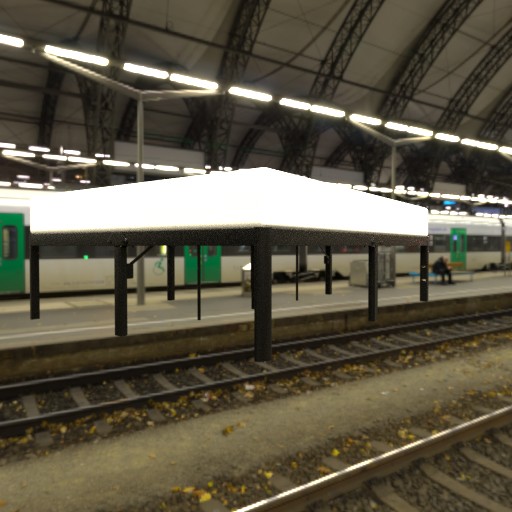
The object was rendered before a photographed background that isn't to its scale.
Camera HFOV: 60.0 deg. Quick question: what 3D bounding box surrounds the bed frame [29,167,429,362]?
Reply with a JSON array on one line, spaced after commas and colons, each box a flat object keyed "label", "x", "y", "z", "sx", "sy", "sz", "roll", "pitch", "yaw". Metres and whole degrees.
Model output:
[{"label": "bed frame", "x": 0.000, "y": 0.000, "z": 2.754, "sx": 1.557, "sy": 0.659, "sz": 2.072, "roll": 1, "pitch": 2, "yaw": 36}]
